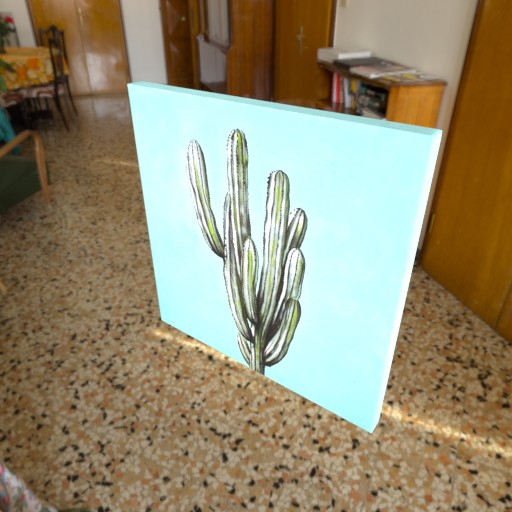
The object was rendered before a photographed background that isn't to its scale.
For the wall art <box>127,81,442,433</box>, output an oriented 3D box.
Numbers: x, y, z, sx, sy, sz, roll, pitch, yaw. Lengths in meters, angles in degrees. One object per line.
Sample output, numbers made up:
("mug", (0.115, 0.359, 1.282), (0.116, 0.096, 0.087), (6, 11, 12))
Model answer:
("wall art", (0.000, 0.000, 1.139), (0.765, 0.766, 0.054), (21, 37, 30))
